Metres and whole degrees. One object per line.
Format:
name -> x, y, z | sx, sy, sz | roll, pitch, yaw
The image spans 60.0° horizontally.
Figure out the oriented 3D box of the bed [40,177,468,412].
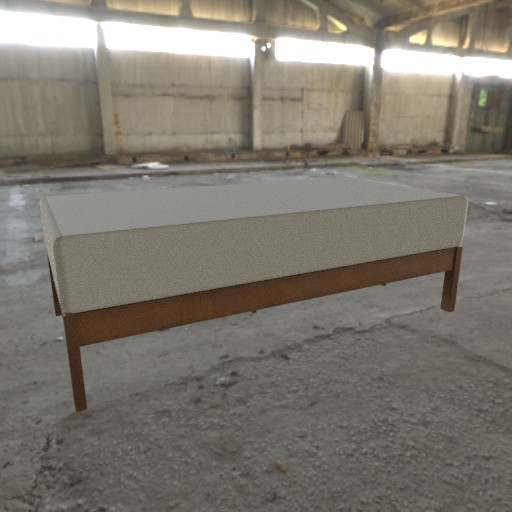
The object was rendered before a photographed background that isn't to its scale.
bed -> 0.000, 0.000, 2.269 | 1.902, 0.616, 0.961 | -8, 18, -26
